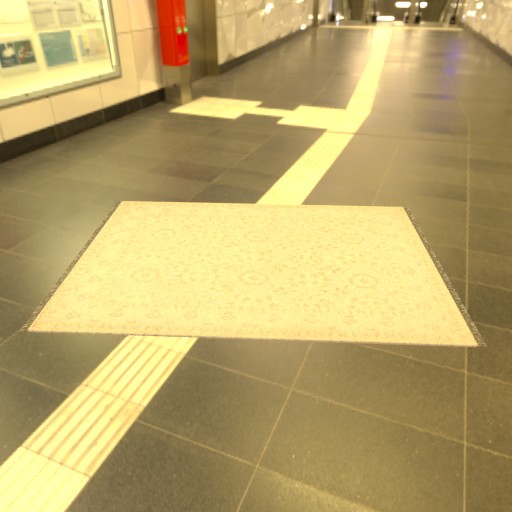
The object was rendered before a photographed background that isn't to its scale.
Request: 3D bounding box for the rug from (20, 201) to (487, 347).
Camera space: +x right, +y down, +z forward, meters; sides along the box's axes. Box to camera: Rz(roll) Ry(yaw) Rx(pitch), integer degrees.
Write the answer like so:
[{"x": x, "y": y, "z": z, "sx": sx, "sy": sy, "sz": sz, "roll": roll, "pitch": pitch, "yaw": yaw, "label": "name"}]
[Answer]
[{"x": 0.000, "y": 0.000, "z": 2.758, "sx": 2.233, "sy": 0.011, "sz": 1.514, "roll": 1, "pitch": 32, "yaw": 2, "label": "rug"}]
